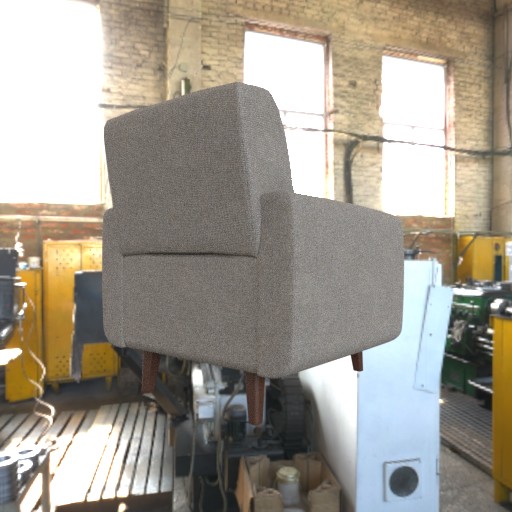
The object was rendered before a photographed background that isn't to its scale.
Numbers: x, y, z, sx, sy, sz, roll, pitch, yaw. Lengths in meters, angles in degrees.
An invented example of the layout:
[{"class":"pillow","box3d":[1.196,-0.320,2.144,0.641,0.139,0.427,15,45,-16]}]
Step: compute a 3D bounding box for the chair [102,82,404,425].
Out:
[{"class":"chair","box3d":[0.000,0.000,1.694,0.845,0.968,0.942,0,1,37]}]
